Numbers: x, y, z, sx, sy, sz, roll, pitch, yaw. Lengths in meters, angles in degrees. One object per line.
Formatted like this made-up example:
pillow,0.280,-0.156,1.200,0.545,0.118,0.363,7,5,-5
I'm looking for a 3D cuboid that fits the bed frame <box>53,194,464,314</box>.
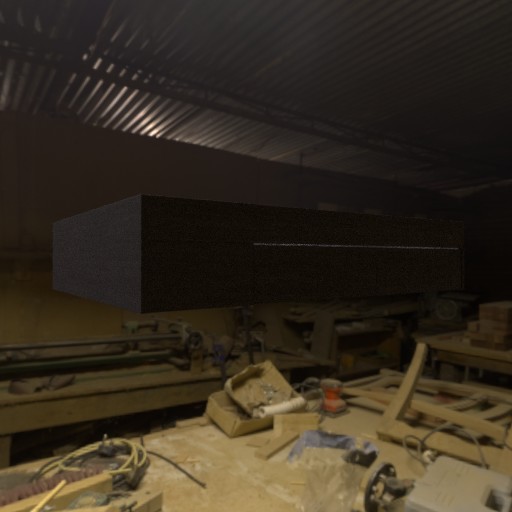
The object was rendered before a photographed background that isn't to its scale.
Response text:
bed frame,0.000,0.000,2.610,1.944,0.459,1.448,0,0,-35
